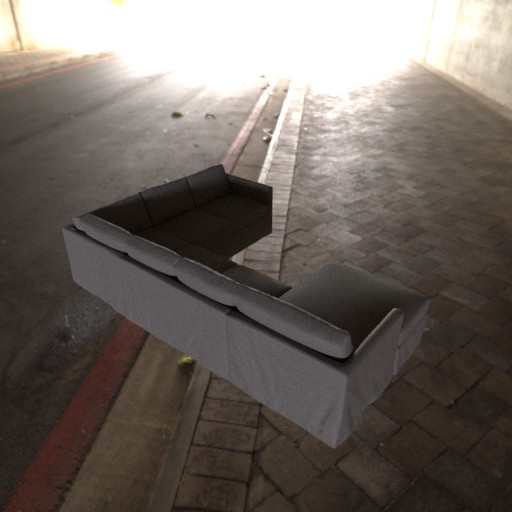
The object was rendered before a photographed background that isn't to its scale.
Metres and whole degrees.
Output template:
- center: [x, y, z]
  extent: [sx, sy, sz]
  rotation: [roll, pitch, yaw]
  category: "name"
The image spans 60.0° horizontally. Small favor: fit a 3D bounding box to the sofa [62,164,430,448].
- center: [0.000, 0.000, 4.728]
  extent: [3.528, 0.878, 2.476]
  rotation: [22, 36, 33]
  category: "sofa"
